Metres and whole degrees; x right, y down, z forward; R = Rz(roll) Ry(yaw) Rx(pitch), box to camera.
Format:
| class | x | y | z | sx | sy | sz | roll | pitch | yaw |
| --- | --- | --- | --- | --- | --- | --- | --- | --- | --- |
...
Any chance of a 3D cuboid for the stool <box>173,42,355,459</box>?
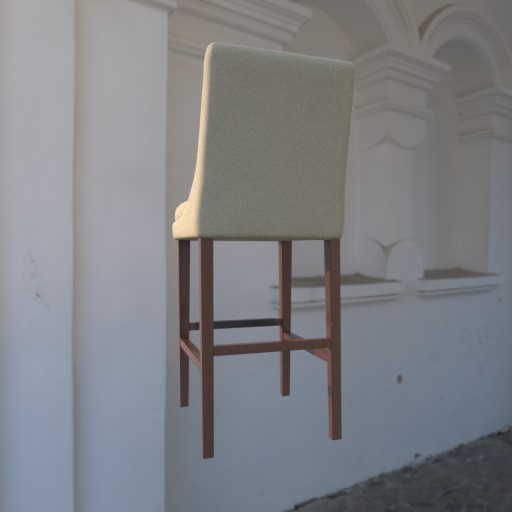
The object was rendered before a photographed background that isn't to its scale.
| class | x | y | z | sx | sy | sz | roll | pitch | yaw |
| --- | --- | --- | --- | --- | --- | --- | --- | --- | --- |
| stool | 0.000 | 0.000 | 1.413 | 0.470 | 1.078 | 0.577 | 0 | 1 | -18 |
